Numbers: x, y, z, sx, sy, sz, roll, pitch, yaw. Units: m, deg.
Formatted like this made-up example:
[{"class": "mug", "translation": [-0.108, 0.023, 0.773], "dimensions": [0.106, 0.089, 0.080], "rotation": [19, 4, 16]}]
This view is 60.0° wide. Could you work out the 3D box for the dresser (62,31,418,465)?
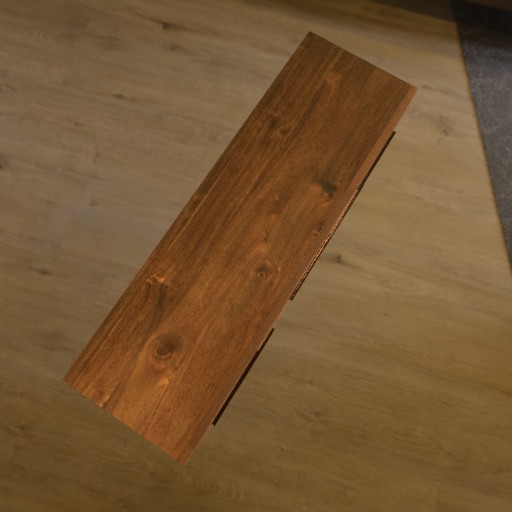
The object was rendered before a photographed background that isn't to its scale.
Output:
[{"class": "dresser", "translation": [0.000, 0.000, 1.815], "dimensions": [0.446, 0.873, 1.400], "rotation": [32, 79, 7]}]
